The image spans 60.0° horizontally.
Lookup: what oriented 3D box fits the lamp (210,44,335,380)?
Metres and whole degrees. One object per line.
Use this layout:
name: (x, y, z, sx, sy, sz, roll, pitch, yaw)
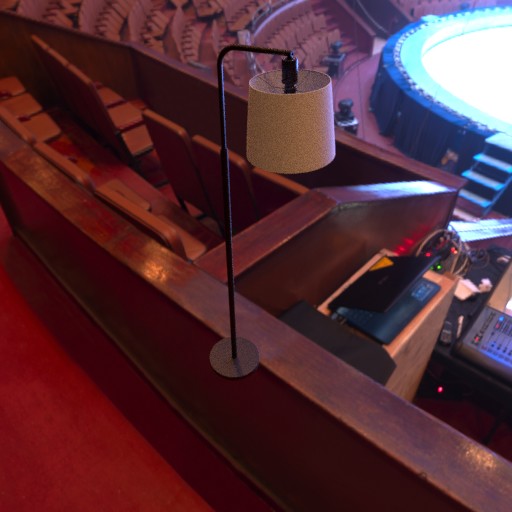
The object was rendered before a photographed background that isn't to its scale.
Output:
lamp: (0.000, 0.000, 1.649, 0.508, 1.478, 0.254, 26, 47, 27)
